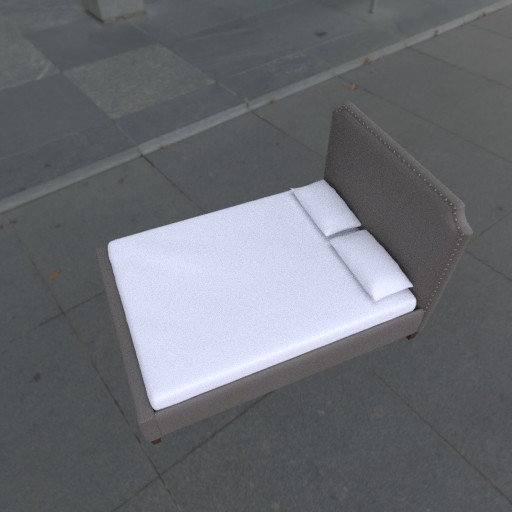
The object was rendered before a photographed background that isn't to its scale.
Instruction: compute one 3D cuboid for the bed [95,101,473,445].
[{"bbox_3d":[0.000,0.000,3.487,2.372,1.443,1.712,-18,50,-15],"label":"bed"}]
